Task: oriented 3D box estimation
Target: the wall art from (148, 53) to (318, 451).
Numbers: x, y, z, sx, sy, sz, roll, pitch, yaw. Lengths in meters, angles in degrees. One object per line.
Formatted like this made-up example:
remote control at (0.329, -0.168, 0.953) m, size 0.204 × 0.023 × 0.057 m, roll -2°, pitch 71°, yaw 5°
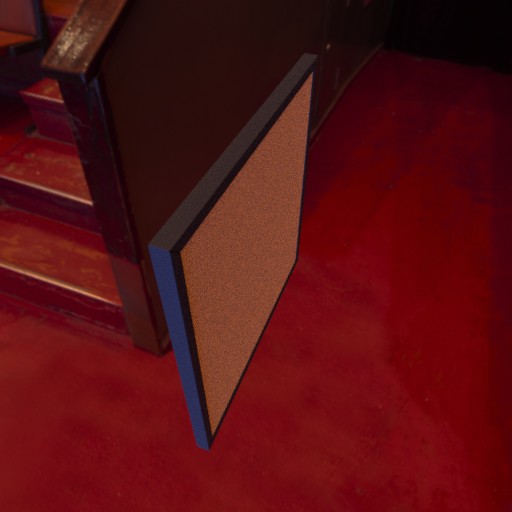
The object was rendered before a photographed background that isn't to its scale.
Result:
wall art at (0.000, 0.000, 1.167) m, size 0.037 × 0.763 × 0.763 m, roll 16°, pitch 48°, yaw 15°
